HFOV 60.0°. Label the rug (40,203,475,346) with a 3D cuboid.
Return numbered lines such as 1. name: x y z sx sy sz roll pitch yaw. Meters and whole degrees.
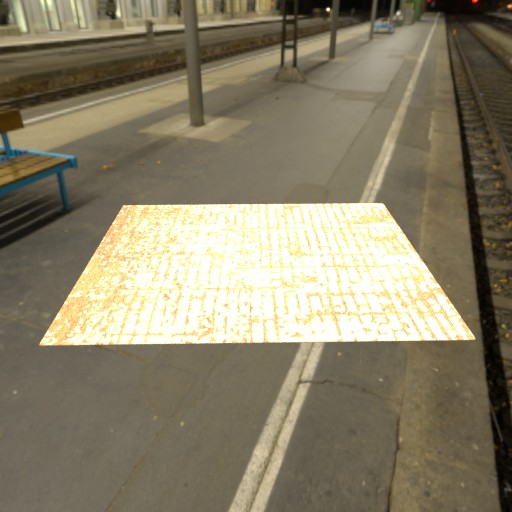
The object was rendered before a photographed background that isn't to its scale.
1. rug: 0.000 0.000 4.150 3.050 0.011 2.441 -1 30 -1
